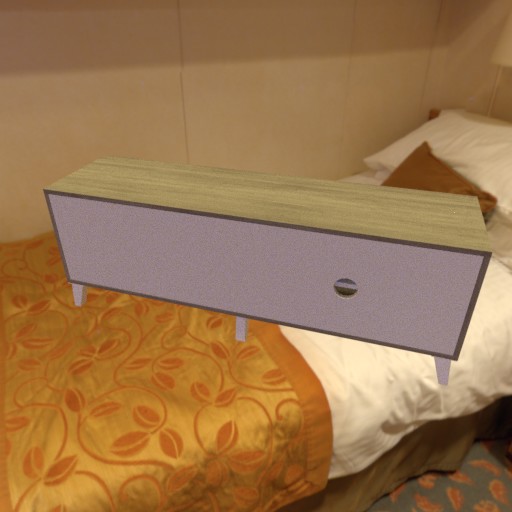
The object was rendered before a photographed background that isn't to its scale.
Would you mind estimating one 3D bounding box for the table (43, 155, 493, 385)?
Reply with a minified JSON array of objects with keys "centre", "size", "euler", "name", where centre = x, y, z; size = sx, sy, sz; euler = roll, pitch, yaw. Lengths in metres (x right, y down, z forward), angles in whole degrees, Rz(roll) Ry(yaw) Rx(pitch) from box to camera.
[{"centre":[0.000,0.000,1.720],"size":[1.500,0.530,0.400],"euler":[9,32,15],"name":"table"}]
